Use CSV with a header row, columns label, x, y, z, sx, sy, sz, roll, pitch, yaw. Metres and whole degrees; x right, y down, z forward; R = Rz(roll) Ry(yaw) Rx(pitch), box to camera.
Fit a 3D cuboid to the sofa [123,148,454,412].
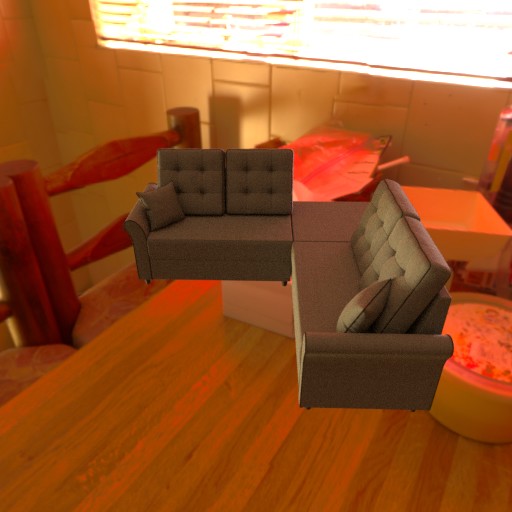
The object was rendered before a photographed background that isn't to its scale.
label,x,y,z,sx,sy,sz,roll,pitch,yaw
sofa,0.000,0.000,3.195,2.068,0.988,2.070,1,32,1
